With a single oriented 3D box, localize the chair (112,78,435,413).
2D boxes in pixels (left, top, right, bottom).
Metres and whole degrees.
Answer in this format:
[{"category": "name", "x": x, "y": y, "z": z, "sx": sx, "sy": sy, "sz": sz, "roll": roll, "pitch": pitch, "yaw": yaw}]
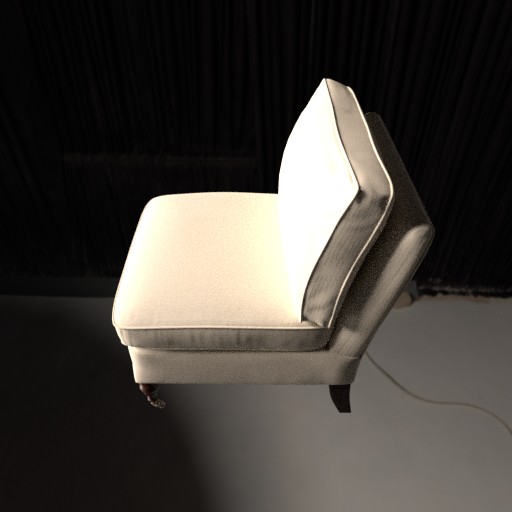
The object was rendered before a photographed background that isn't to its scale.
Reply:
[{"category": "chair", "x": 0.000, "y": 0.000, "z": 1.383, "sx": 0.781, "sy": 0.887, "sz": 0.630, "roll": 0, "pitch": 42, "yaw": 0}]
